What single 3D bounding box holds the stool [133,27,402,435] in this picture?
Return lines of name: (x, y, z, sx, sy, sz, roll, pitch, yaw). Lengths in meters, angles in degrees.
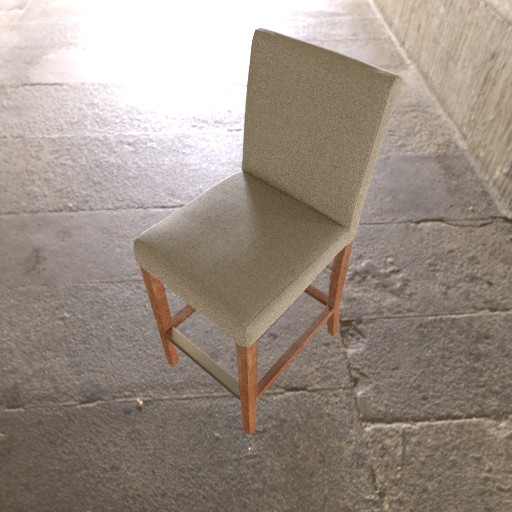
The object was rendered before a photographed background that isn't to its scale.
stool: (0.000, 0.000, 1.352, 0.439, 1.088, 0.570, 33, 56, 26)
